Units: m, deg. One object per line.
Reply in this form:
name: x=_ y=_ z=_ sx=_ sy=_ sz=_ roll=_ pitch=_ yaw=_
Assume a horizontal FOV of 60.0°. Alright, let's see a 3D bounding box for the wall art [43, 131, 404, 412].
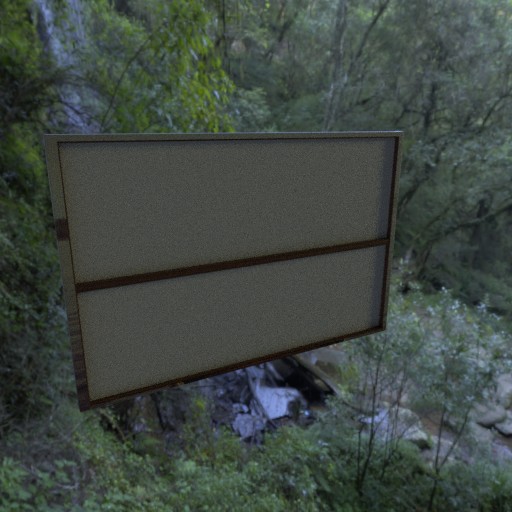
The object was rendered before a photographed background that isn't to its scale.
wall art: x=0.000 y=0.000 z=1.424 sx=1.149 sy=0.765 sz=0.040 roll=-8 pitch=18 yaw=-26
